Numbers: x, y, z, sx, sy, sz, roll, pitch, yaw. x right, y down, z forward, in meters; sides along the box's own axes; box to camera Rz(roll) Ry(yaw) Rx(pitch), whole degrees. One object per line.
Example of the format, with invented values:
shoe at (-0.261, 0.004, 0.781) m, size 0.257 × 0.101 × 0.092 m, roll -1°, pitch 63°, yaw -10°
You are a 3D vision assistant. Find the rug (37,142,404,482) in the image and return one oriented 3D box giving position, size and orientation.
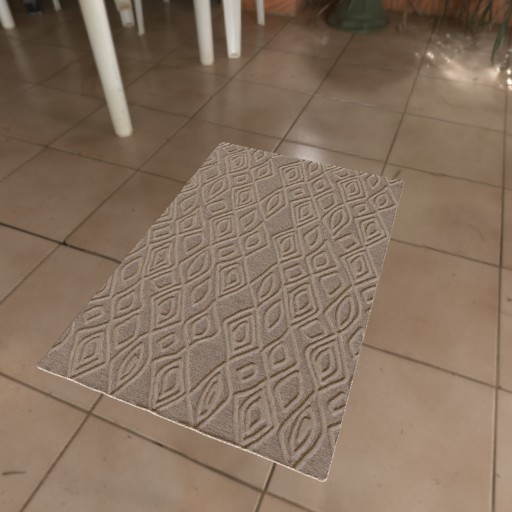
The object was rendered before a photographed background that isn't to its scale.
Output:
rug at (0.000, 0.000, 2.250) m, size 1.224 × 0.016 × 1.832 m, roll 16°, pitch 48°, yaw 15°
